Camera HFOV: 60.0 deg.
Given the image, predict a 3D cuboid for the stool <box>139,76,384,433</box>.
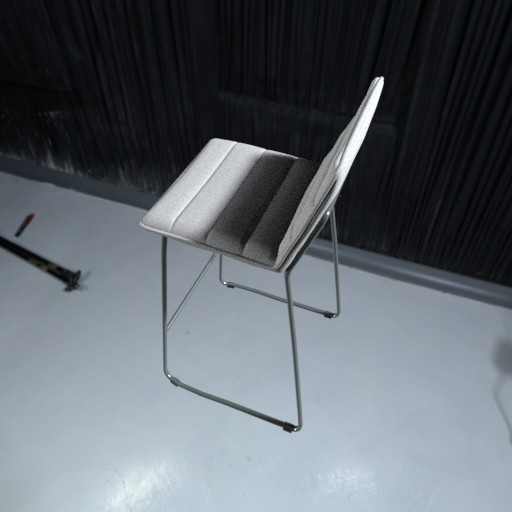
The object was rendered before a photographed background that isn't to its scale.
[{"bbox_3d":[0.000,0.000,1.247,0.490,0.960,0.490,16,49,15],"label":"stool"}]
